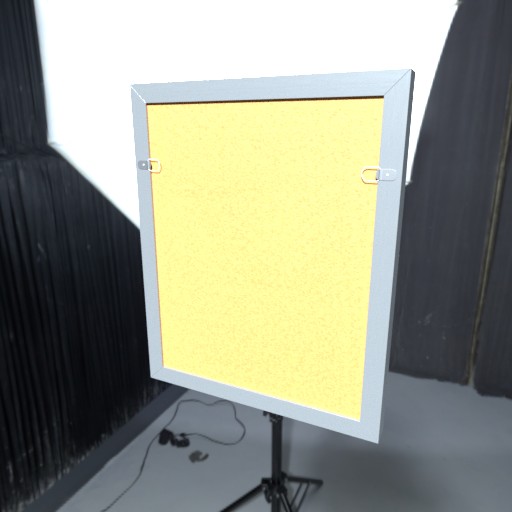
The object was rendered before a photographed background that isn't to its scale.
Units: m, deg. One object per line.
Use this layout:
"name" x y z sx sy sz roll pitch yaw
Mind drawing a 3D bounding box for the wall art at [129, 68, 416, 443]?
"wall art" 0.000 0.000 0.506 0.308 0.379 0.030 8 18 25
